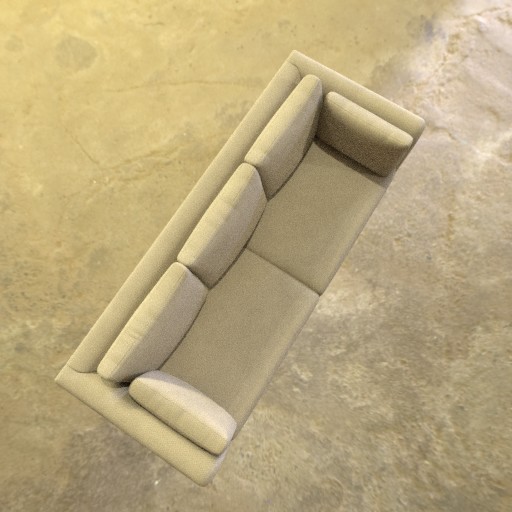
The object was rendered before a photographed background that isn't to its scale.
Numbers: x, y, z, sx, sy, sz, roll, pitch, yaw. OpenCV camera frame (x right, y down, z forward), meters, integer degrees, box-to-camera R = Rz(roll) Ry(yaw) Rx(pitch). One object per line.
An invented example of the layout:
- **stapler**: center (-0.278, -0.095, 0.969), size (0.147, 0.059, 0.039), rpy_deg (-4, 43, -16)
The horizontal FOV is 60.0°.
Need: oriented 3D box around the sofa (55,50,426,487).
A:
- **sofa**: center (0.000, 0.000, 2.797), size (0.969, 0.867, 2.415), rpy_deg (32, 78, 8)
